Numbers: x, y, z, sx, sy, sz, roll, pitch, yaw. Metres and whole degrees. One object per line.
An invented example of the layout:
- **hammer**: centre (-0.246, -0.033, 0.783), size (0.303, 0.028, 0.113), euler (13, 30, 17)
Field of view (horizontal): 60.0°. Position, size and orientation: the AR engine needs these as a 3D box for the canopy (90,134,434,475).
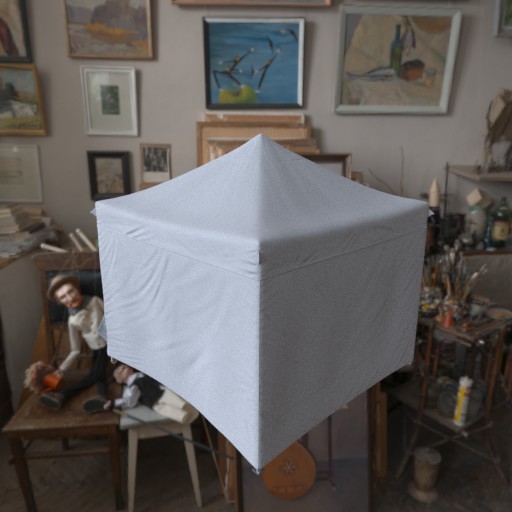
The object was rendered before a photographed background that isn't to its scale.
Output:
- **canopy**: centre (0.000, 0.000, 5.636), size (3.043, 2.997, 3.121), euler (-15, 21, -42)
